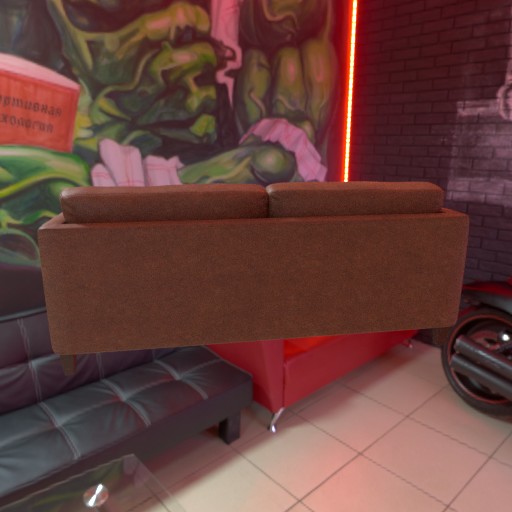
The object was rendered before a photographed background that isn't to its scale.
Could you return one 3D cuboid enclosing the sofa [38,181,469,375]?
[{"bbox_3d":[0.000,0.000,2.704,2.204,0.932,0.950,-2,15,-9],"label":"sofa"}]
